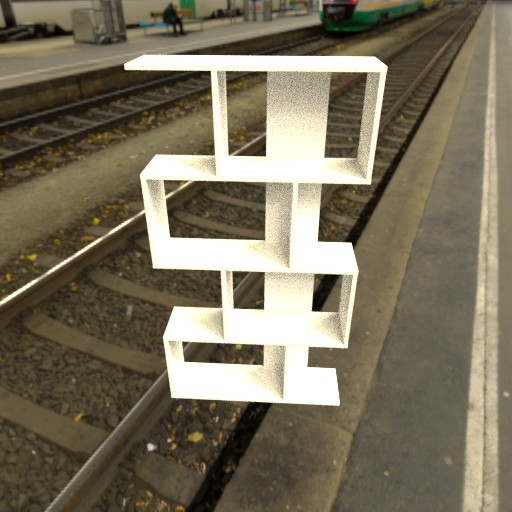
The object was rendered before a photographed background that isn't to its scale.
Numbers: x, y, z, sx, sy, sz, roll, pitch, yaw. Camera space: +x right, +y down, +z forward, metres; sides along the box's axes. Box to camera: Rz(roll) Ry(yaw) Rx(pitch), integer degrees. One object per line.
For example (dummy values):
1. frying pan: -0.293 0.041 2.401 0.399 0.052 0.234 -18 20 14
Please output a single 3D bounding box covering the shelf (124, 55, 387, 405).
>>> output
1. shelf: 0.000 0.000 2.027 0.890 1.650 0.250 2 31 3
